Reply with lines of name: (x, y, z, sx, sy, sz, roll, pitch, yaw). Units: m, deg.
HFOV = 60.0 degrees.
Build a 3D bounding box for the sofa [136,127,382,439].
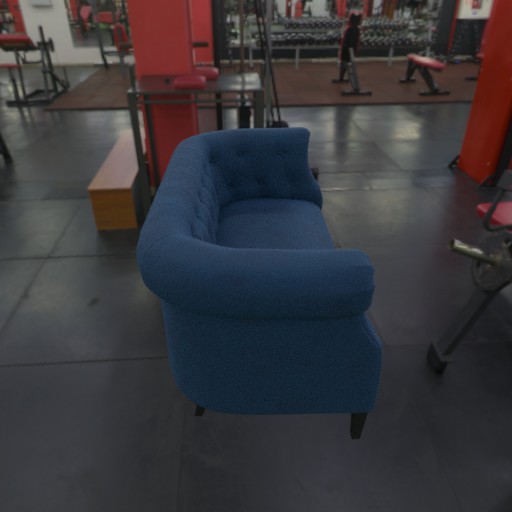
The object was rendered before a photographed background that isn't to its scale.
sofa: (0.000, 0.000, 2.066, 0.835, 0.827, 1.558, -1, 31, -1)
